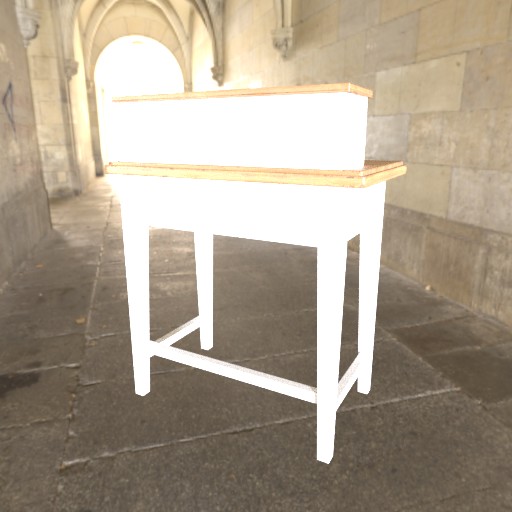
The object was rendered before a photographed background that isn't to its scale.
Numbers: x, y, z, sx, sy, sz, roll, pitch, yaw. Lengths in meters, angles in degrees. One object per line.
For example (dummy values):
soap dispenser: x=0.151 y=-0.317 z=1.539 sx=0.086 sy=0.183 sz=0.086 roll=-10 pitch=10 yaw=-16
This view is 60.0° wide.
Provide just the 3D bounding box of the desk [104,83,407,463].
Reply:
desk: x=0.000 y=0.000 z=1.448 sx=0.814 sy=0.981 sz=0.462 roll=8 pitch=17 yaw=28
